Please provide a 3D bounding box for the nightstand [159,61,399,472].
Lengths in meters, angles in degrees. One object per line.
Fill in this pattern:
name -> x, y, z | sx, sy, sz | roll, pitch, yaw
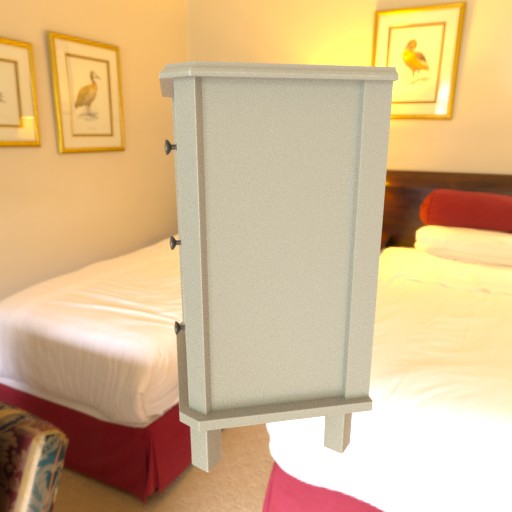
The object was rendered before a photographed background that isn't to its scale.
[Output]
nightstand -> 0.000, 0.000, 0.915 | 0.348, 0.680, 0.435 | -3, 16, -10
